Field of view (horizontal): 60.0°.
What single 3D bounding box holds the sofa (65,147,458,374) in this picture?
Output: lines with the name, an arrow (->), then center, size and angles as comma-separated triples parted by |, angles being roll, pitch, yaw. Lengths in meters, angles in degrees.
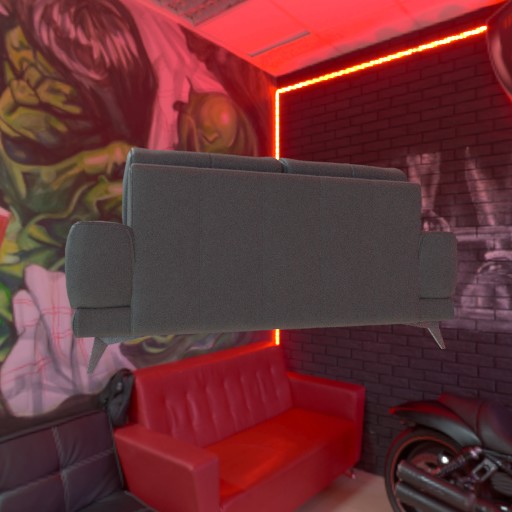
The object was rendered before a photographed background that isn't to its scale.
sofa -> 0.000, 0.000, 2.355 | 1.806, 0.907, 1.018 | 0, -1, -18
